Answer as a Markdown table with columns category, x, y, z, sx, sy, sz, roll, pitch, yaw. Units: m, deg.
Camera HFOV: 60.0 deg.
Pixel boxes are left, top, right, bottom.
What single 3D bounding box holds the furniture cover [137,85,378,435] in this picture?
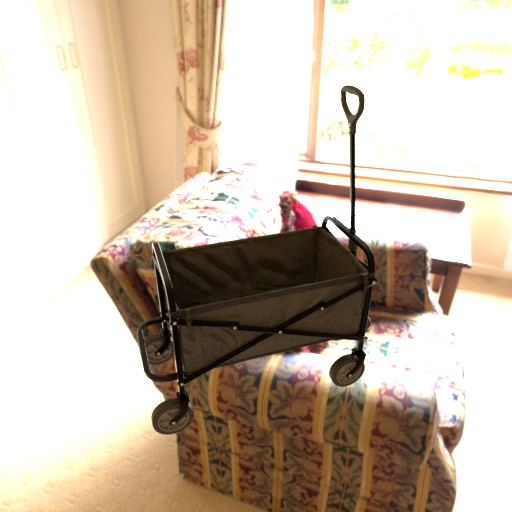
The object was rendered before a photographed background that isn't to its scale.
| category | x | y | z | sx | sy | sz | roll | pitch | yaw |
| --- | --- | --- | --- | --- | --- | --- | --- | --- | --- |
| furniture cover | 0.000 | 0.000 | 1.834 | 1.038 | 1.295 | 0.532 | -10 | 32 | -16 |
